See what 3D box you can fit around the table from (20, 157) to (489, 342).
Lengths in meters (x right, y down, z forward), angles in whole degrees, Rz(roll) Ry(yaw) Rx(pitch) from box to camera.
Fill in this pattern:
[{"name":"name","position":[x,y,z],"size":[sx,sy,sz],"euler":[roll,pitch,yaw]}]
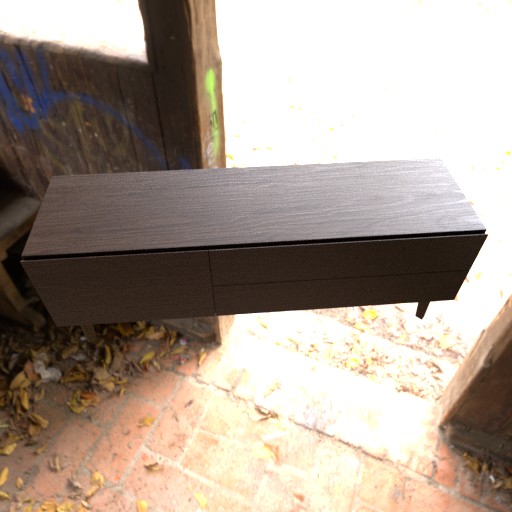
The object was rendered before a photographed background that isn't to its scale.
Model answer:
[{"name":"table","position":[0.000,0.000,1.635],"size":[1.397,0.508,0.405],"euler":[-3,47,-3]}]
